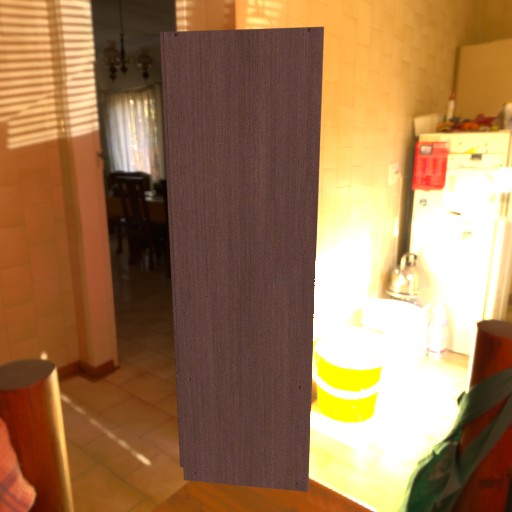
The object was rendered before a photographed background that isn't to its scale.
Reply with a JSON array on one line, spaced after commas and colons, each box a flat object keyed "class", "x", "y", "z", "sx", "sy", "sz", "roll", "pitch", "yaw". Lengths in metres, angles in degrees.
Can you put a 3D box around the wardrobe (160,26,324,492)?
[{"class": "wardrobe", "x": 0.000, "y": 0.000, "z": 2.180, "sx": 0.577, "sy": 1.808, "sz": 0.991, "roll": 2, "pitch": 14, "yaw": 7}]
